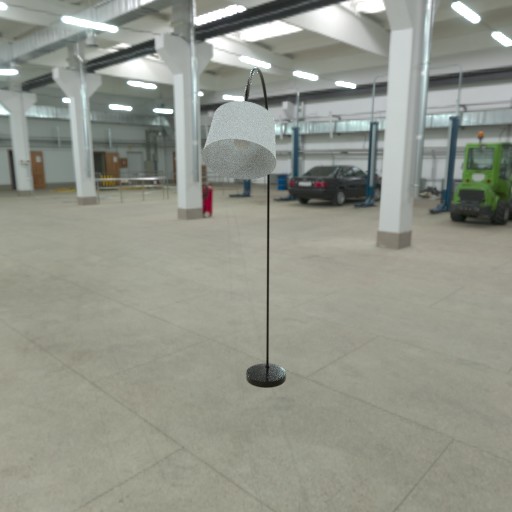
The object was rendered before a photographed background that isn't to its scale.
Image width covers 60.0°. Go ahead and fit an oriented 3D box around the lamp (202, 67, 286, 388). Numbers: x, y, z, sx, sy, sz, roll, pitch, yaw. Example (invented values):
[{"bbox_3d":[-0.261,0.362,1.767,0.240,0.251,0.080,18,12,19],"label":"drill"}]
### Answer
[{"bbox_3d":[0.000,0.000,2.611,0.331,2.104,1.363,2,12,8],"label":"lamp"}]
